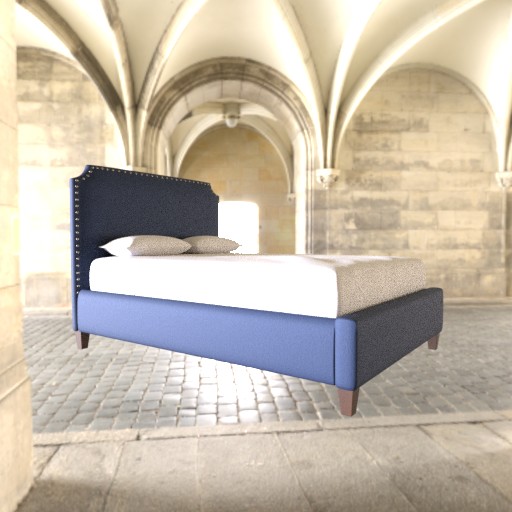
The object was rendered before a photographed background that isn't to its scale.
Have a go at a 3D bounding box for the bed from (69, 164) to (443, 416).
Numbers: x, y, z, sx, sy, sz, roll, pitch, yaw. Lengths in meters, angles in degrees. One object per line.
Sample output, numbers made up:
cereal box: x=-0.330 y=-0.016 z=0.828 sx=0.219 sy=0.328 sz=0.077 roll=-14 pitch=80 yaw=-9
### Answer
bed: x=0.000 y=0.000 z=3.428 sx=2.372 sy=1.443 sz=1.712 roll=2 pitch=3 yaw=36
